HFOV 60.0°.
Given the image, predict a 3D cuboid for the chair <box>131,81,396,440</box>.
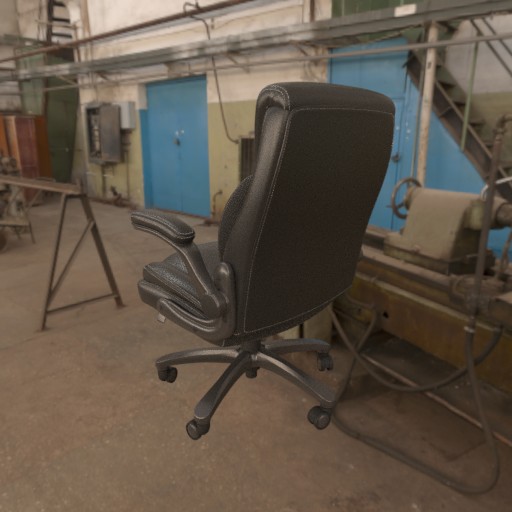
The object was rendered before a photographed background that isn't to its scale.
[{"bbox_3d":[0.000,0.000,1.576,0.724,1.110,0.782,15,22,42],"label":"chair"}]
